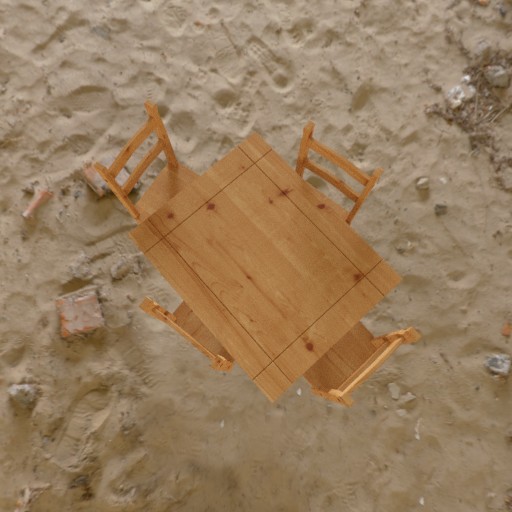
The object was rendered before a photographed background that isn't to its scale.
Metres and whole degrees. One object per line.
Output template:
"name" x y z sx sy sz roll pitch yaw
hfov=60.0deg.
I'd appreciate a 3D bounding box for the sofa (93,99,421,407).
"sofa" 0.000 0.000 2.288 1.144 1.000 1.529 -41 79 -10
